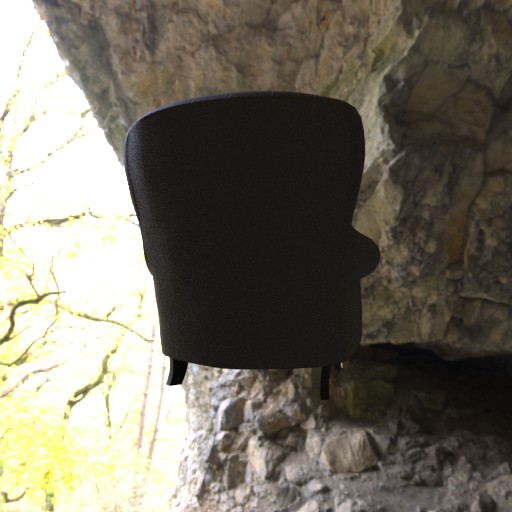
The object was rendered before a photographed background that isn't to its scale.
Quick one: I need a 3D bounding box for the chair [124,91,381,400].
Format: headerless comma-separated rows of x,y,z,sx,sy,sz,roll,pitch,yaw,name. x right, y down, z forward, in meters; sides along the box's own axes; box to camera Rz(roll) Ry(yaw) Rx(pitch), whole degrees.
0.000,0.000,1.857,0.983,1.046,0.983,0,-1,18,chair
